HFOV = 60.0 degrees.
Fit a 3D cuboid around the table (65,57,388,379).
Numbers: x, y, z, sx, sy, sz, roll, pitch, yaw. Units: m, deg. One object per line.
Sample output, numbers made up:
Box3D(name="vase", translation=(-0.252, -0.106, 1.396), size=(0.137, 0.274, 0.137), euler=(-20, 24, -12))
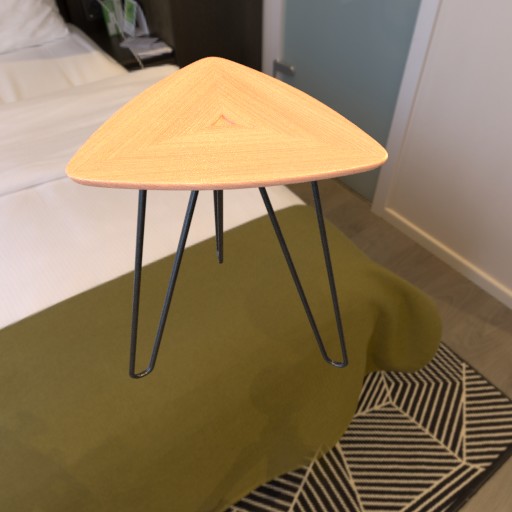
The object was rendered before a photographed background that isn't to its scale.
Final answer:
Box3D(name="table", translation=(0.000, 0.000, 0.880), size=(0.455, 0.564, 0.442), euler=(17, 48, 16))
